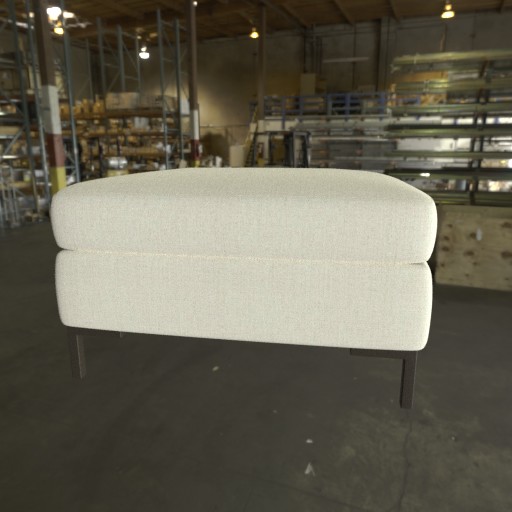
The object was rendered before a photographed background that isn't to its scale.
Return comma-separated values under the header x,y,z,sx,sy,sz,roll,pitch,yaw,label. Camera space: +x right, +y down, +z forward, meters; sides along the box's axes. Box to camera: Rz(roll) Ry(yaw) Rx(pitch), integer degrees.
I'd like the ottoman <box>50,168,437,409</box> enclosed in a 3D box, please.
x,y,z,sx,sy,sz,roll,pitch,yaw,label
0.000,0.000,1.185,0.794,0.453,0.657,2,14,9,ottoman
